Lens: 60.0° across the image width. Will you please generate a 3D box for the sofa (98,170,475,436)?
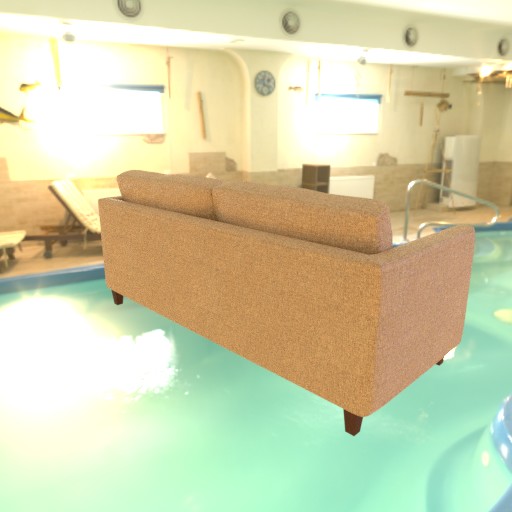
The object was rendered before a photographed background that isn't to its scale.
[{"bbox_3d":[0.000,0.000,2.684,0.951,0.965,2.208,-15,22,-42],"label":"sofa"}]
